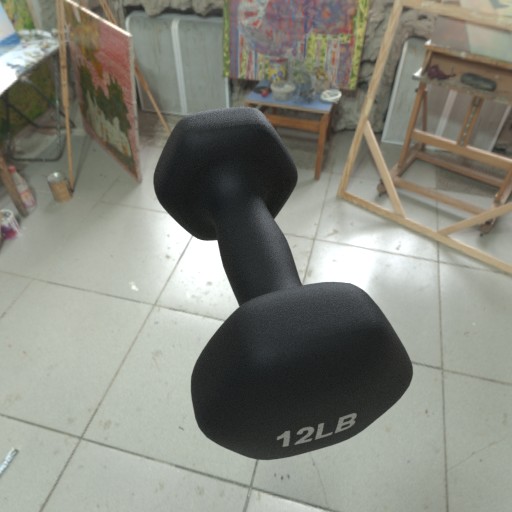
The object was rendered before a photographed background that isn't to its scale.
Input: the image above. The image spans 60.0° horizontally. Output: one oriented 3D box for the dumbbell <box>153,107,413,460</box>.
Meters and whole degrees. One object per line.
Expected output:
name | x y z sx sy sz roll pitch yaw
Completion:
dumbbell | 0.000 0.000 0.281 0.112 0.101 0.231 -10 46 -10
